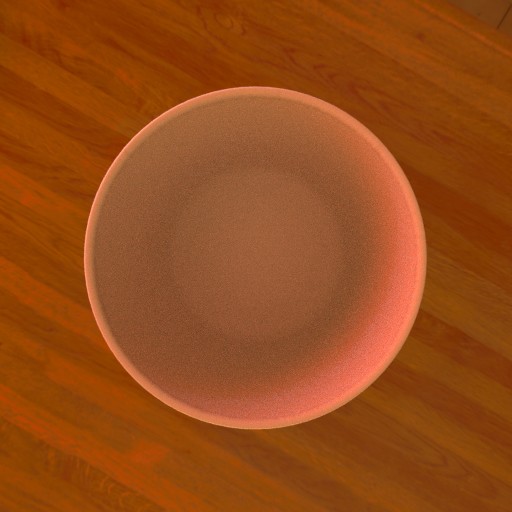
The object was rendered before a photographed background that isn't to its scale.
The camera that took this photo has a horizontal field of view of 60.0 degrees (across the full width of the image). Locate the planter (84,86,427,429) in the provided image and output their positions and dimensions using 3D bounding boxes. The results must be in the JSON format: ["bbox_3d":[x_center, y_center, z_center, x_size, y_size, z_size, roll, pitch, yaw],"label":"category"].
[{"bbox_3d":[0.000,0.000,0.765,0.440,0.398,0.440,0,91,0],"label":"planter"}]
